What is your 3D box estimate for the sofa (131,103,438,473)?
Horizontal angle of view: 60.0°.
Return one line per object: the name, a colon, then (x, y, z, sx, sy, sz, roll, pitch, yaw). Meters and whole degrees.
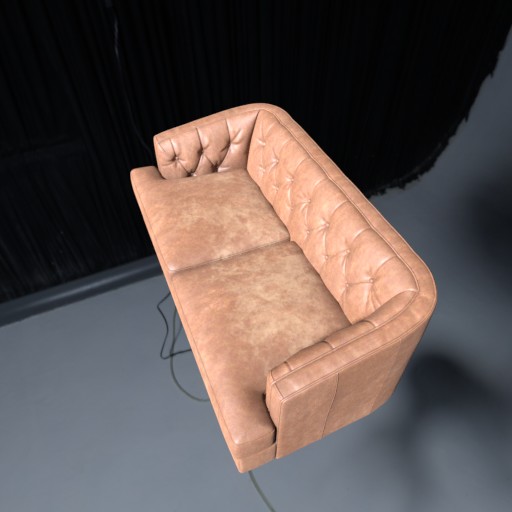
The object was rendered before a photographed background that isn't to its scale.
sofa: (0.000, 0.000, 2.254, 0.914, 0.786, 1.755, -17, 49, -15)
